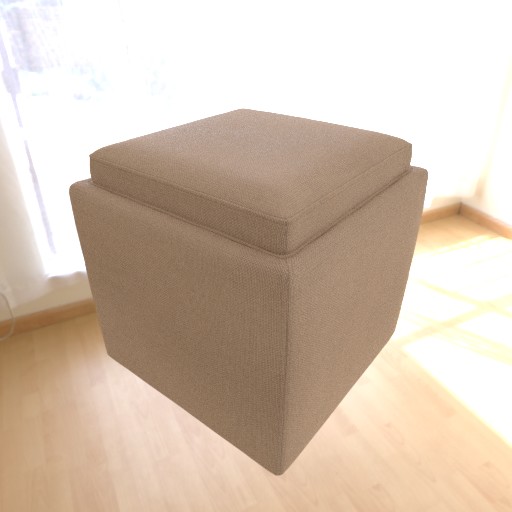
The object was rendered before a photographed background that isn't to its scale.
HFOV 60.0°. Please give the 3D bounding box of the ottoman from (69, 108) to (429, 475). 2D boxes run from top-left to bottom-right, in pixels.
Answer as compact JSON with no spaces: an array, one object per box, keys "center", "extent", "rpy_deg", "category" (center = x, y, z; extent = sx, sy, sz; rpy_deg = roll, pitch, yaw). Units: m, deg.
[{"center":[0.000,0.000,0.823],"extent":[0.451,0.460,0.450],"rpy_deg":[22,37,32],"category":"ottoman"}]
